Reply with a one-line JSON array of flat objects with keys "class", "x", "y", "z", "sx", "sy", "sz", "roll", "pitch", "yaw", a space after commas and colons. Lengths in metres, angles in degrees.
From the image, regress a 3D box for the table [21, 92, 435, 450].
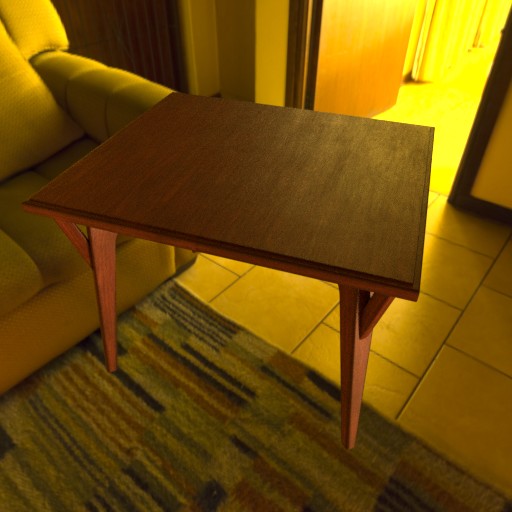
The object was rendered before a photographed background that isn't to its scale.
[{"class": "table", "x": 0.000, "y": 0.000, "z": 1.560, "sx": 0.991, "sy": 0.761, "sz": 0.838, "roll": 13, "pitch": 42, "yaw": 15}]
